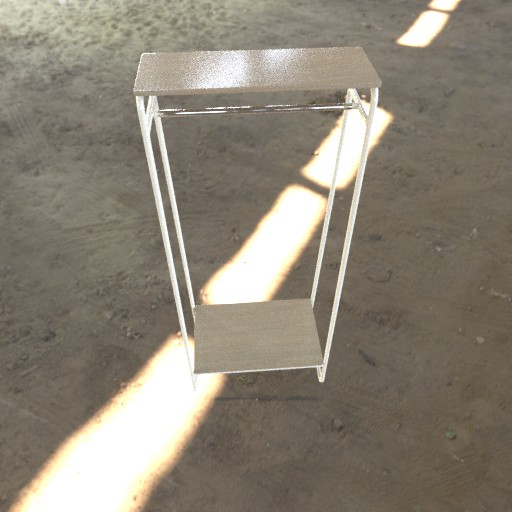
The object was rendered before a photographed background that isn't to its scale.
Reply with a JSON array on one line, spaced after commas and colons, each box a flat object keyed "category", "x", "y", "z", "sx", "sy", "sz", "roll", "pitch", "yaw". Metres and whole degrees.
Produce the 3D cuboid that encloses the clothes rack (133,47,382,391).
[{"category": "clothes rack", "x": 0.000, "y": 0.000, "z": 1.762, "sx": 0.640, "sy": 1.512, "sz": 0.400, "roll": -3, "pitch": 47, "yaw": -3}]
